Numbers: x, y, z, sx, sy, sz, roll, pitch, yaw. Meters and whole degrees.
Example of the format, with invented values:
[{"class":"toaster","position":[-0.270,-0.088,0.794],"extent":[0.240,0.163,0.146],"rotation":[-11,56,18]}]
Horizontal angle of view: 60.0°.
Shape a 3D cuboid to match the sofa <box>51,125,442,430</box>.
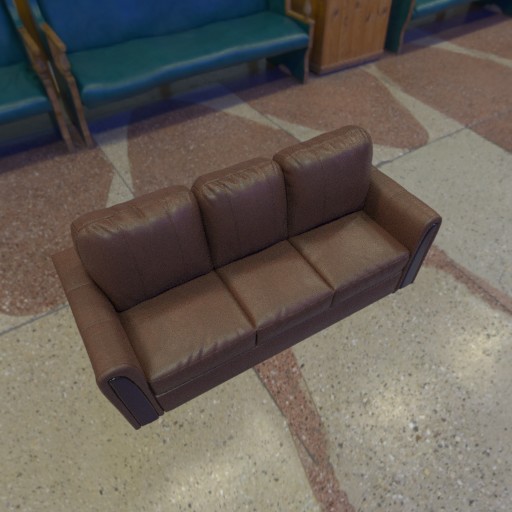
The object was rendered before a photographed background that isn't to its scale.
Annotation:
[{"class":"sofa","position":[0.000,0.000,2.330],"extent":[1.862,0.915,0.802],"rotation":[-23,51,-21]}]
